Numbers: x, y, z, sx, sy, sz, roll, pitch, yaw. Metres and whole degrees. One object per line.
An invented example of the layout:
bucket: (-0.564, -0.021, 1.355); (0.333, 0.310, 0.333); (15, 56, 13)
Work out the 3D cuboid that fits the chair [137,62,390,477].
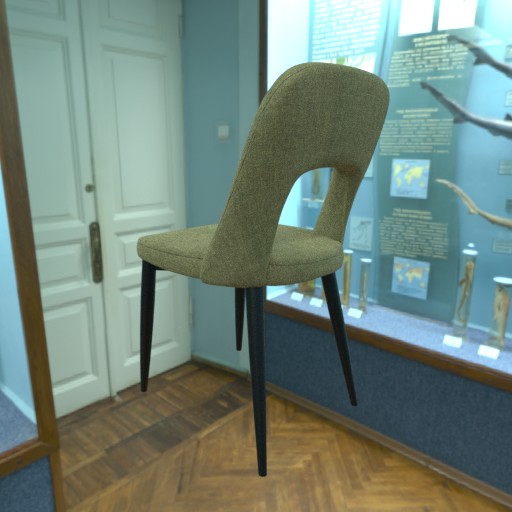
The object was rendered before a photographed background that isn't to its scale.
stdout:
chair: (0.000, 0.000, 1.247); (0.612, 0.931, 0.470); (13, 19, 43)
